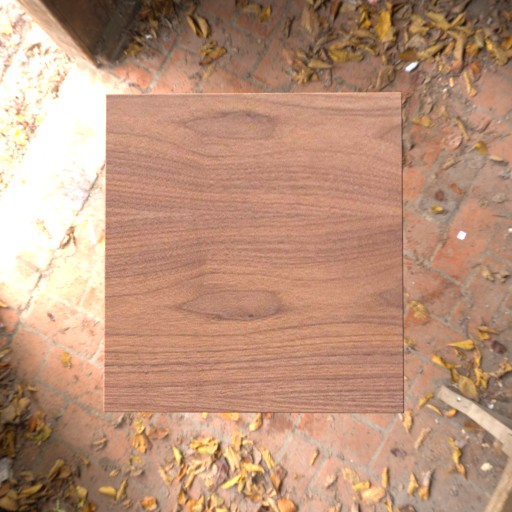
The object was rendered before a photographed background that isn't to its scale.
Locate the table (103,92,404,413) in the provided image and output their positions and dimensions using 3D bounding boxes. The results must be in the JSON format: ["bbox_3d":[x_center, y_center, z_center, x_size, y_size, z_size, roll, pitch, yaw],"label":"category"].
[{"bbox_3d":[0.000,0.000,0.852,0.384,0.567,0.411,0,89,1],"label":"table"}]
